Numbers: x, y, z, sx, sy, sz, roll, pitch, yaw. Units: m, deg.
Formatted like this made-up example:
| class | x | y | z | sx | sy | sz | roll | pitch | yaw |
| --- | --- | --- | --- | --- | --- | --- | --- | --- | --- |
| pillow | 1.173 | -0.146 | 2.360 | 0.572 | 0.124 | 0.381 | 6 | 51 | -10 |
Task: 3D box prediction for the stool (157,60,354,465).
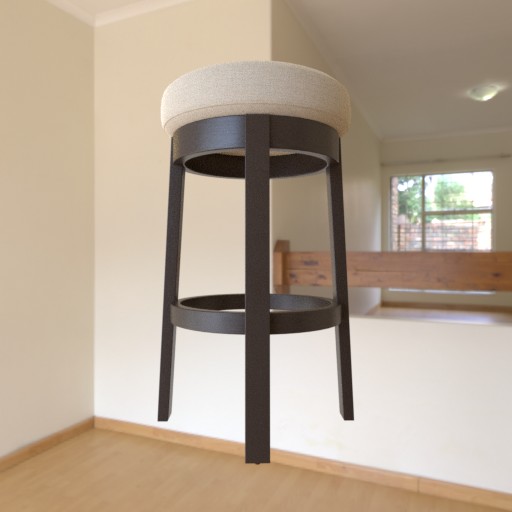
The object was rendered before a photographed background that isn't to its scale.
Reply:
| class | x | y | z | sx | sy | sz | roll | pitch | yaw |
| --- | --- | --- | --- | --- | --- | --- | --- | --- | --- |
| stool | 0.000 | 0.000 | 1.022 | 0.446 | 0.758 | 0.446 | 0 | 1 | 0 |
